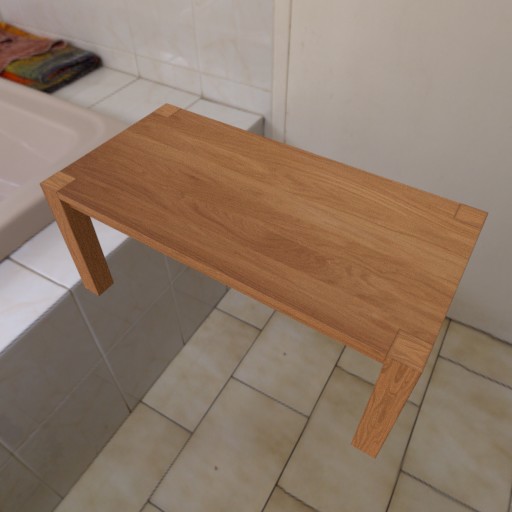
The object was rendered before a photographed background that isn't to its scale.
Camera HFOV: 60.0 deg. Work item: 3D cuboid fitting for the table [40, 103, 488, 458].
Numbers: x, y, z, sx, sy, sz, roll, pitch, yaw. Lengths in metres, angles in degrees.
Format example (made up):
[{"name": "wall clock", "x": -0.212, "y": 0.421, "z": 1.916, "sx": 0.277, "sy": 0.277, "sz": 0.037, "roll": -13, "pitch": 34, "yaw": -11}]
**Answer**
[{"name": "table", "x": 0.000, "y": 0.000, "z": 2.252, "sx": 1.800, "sy": 0.760, "sz": 0.900, "roll": 25, "pitch": 51, "yaw": 22}]
